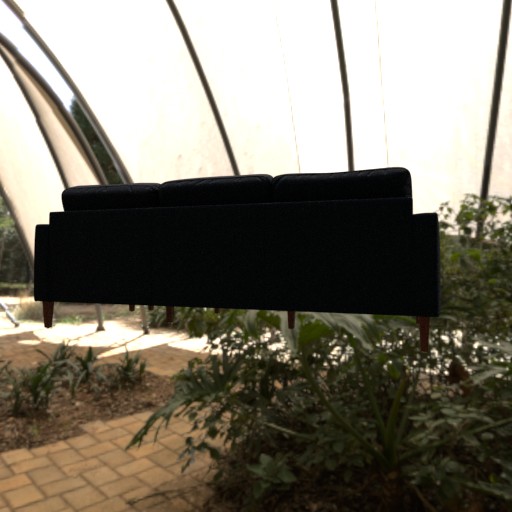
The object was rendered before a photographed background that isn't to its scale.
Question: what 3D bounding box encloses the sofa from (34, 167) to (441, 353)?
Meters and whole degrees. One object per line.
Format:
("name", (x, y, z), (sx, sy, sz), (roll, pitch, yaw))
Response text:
("sofa", (0.000, 0.000, 2.954), (2.185, 0.841, 1.613), (0, 0, 19))
